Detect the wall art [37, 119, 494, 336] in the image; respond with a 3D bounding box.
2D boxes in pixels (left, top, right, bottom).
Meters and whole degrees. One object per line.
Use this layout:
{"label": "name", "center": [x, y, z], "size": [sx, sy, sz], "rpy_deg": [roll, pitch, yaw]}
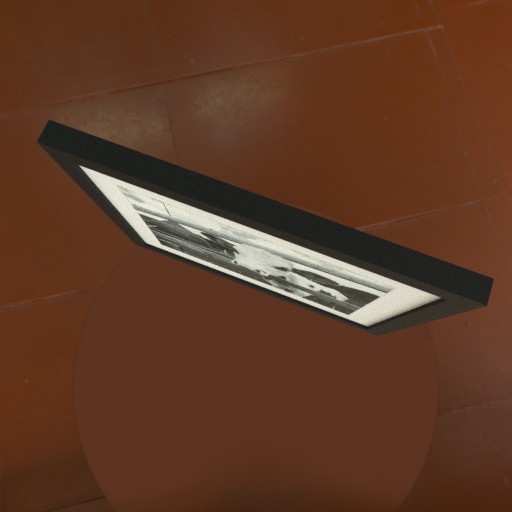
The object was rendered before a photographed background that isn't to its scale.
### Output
{"label": "wall art", "center": [0.000, 0.000, 0.533], "size": [0.404, 0.329, 0.024], "rpy_deg": [20, 77, 5]}
